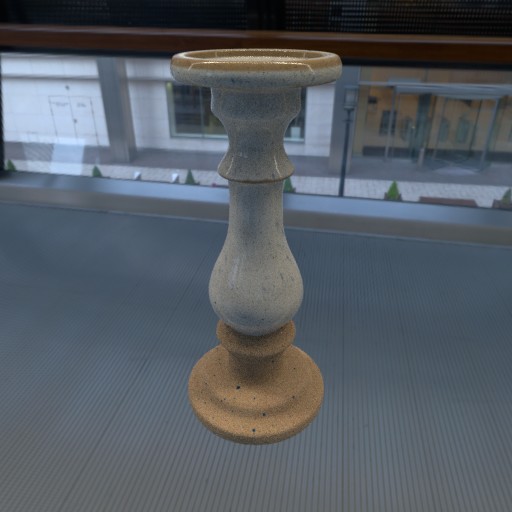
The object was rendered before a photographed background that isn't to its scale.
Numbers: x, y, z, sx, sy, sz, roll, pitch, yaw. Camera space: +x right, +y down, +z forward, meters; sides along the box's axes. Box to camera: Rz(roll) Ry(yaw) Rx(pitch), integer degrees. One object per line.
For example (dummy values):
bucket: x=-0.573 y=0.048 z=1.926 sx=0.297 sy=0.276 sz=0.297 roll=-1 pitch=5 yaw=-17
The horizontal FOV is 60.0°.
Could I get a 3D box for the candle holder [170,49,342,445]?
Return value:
candle holder: x=0.000 y=0.000 z=0.244 sx=0.088 sy=0.203 sz=0.088 roll=0 pitch=29 yaw=0
